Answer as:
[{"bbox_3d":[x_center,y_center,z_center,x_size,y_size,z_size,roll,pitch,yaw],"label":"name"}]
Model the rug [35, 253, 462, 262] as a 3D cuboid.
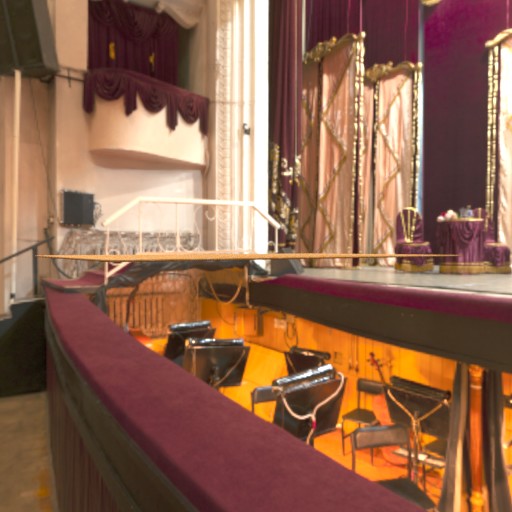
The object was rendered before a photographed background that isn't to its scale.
[{"bbox_3d":[0.000,0.000,2.943,2.424,0.010,1.511,-1,1,-36],"label":"rug"}]
